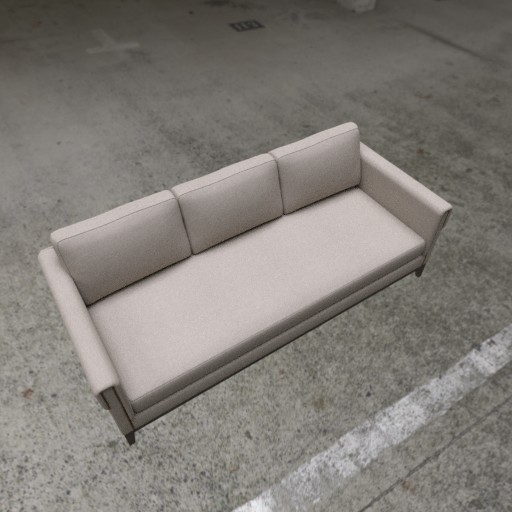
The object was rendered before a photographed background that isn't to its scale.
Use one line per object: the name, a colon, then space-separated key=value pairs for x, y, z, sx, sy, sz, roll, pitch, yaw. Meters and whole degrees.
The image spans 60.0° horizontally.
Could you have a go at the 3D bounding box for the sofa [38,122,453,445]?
sofa: x=0.000 y=0.000 z=2.678 sx=2.210 sy=0.838 sz=0.959 roll=-25 pitch=52 yaw=-22
